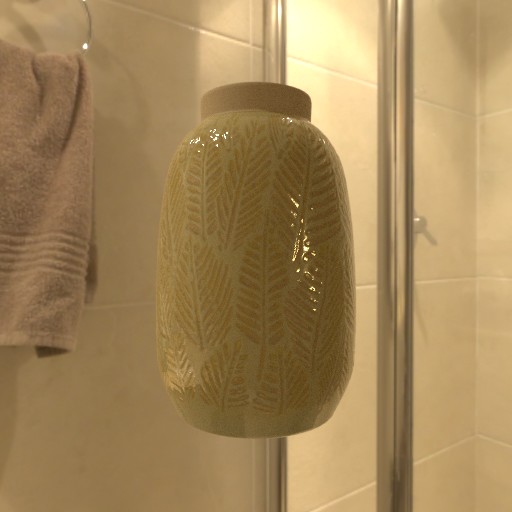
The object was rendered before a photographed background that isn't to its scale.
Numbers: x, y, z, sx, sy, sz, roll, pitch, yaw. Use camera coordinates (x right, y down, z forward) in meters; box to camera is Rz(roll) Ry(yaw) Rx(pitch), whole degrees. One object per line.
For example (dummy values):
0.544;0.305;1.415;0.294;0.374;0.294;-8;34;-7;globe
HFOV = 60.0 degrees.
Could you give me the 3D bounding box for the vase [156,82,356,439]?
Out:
0.000;0.000;0.390;0.172;0.270;0.172;0;1;0;vase
